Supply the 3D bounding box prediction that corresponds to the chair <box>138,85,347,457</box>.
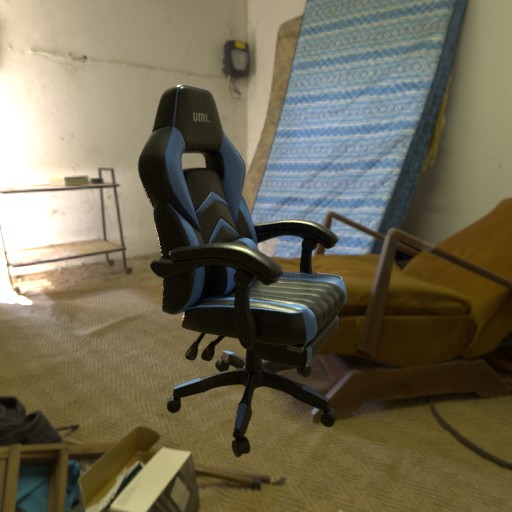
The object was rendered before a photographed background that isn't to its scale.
[{"bbox_3d":[0.000,0.000,1.736,0.700,1.280,0.700,7,15,26],"label":"chair"}]
